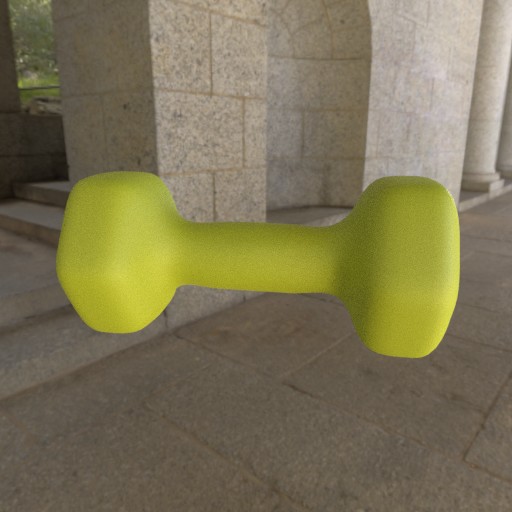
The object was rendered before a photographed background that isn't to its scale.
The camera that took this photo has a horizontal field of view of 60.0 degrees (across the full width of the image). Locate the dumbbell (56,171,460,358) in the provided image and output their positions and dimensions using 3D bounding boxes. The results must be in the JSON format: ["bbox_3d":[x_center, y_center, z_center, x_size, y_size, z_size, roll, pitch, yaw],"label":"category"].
[{"bbox_3d":[0.000,0.000,0.200,0.164,0.072,0.080,3,16,11],"label":"dumbbell"}]
